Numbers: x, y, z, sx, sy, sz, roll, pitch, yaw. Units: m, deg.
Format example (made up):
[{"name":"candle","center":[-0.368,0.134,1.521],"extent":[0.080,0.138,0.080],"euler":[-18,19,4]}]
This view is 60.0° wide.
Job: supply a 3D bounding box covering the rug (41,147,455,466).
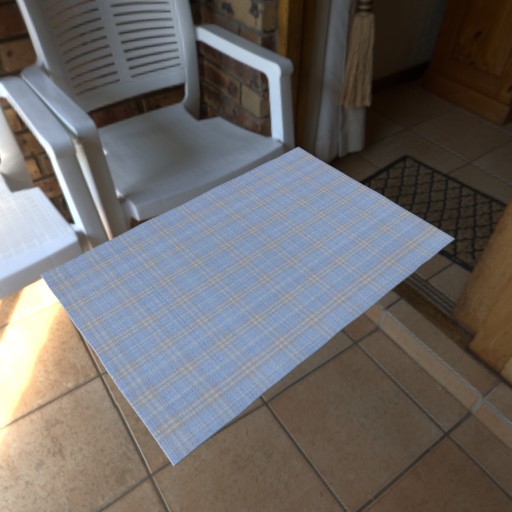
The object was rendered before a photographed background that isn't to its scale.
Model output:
[{"name":"rug","center":[0.000,0.000,2.337],"extent":[1.835,0.012,1.231],"euler":[-32,53,-27]}]
